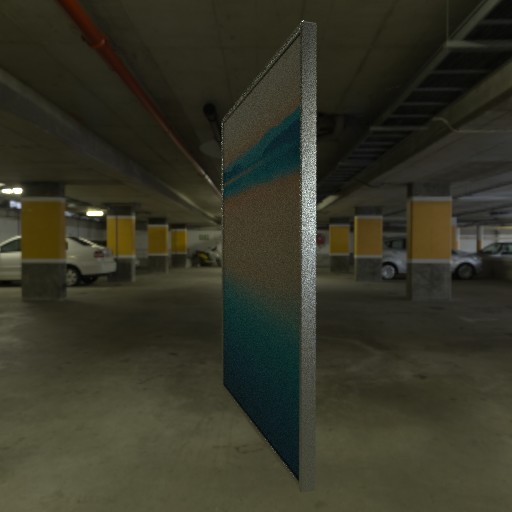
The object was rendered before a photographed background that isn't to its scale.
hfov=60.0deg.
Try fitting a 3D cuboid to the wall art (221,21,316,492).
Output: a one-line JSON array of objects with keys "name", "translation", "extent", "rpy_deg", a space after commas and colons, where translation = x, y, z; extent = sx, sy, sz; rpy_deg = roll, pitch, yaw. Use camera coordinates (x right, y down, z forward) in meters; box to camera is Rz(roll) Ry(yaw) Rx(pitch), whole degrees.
[{"name": "wall art", "translation": [0.000, 0.000, 1.384], "extent": [0.037, 1.062, 0.801], "rpy_deg": [0, 1, -17]}]
